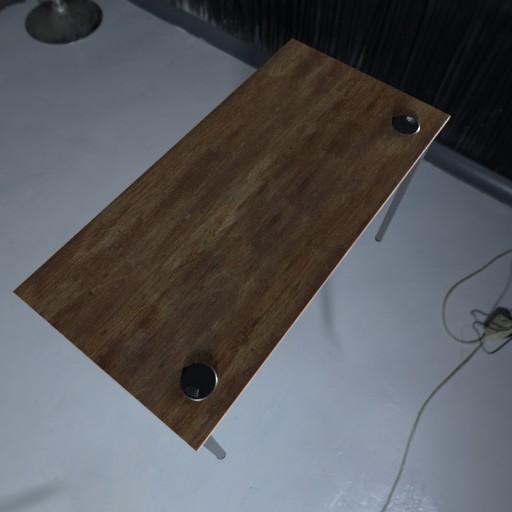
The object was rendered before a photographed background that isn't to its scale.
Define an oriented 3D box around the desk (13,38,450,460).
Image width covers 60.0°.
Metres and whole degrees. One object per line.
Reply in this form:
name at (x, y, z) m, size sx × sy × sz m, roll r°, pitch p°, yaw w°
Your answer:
desk at (0.000, 0.000, 1.563) m, size 0.600 × 0.749 × 1.200 m, roll 34°, pitch 67°, yaw 16°
